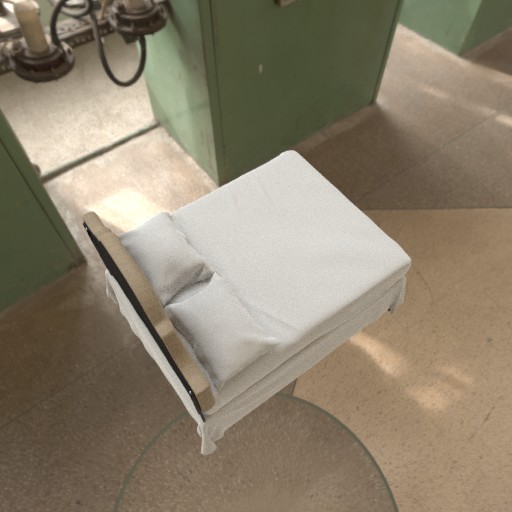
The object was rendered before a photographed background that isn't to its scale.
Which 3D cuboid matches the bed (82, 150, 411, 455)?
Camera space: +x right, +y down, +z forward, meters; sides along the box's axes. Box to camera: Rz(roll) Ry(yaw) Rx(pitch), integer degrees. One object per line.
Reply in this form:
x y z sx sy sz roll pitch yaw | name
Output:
0.000 0.000 3.490 2.222 1.634 1.780 -31 63 -18 | bed
